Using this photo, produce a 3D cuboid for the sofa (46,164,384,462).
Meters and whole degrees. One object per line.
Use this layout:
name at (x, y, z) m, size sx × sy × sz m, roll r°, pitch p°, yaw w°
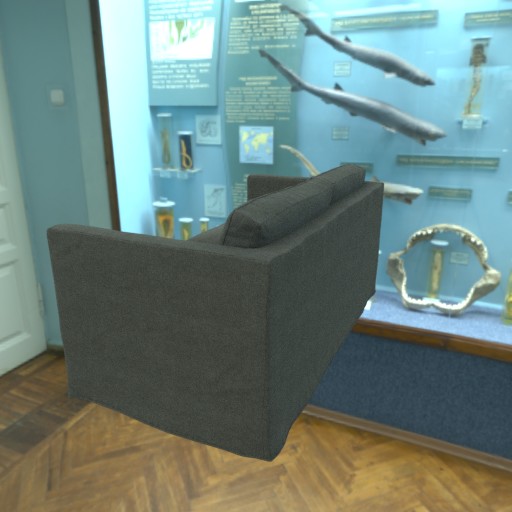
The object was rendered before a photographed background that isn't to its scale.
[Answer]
sofa at (0.000, 0.000, 2.318) m, size 0.974 × 0.854 × 1.802 m, roll 8°, pitch 20°, yaw 25°
